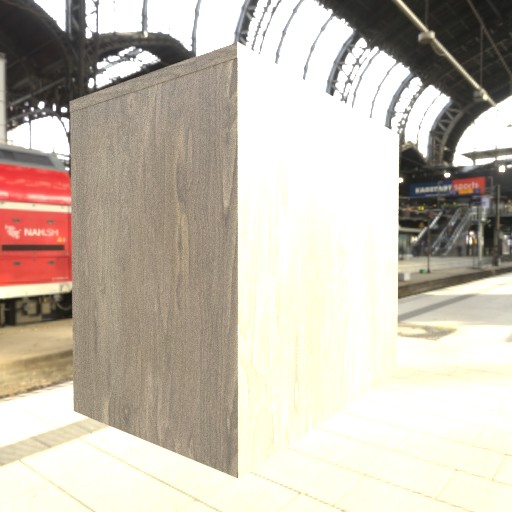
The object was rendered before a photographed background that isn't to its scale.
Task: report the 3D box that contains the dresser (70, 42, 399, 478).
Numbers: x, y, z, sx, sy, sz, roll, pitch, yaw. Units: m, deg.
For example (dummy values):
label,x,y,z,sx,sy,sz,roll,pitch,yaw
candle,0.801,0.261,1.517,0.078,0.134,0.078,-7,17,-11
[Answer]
label,x,y,z,sx,sy,sz,roll,pitch,yaw
dresser,0.000,0.000,1.254,0.529,0.762,0.809,1,2,37
